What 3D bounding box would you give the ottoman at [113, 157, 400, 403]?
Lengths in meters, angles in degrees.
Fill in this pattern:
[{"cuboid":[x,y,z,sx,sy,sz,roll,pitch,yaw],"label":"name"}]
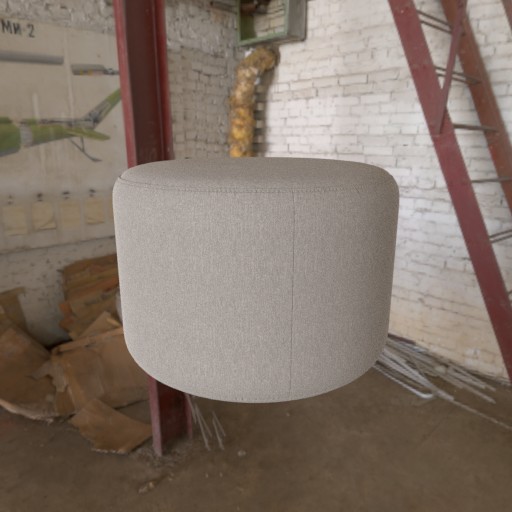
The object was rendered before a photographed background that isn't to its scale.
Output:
[{"cuboid":[0.000,0.000,1.020,0.608,0.433,0.608,0,15,0],"label":"ottoman"}]
